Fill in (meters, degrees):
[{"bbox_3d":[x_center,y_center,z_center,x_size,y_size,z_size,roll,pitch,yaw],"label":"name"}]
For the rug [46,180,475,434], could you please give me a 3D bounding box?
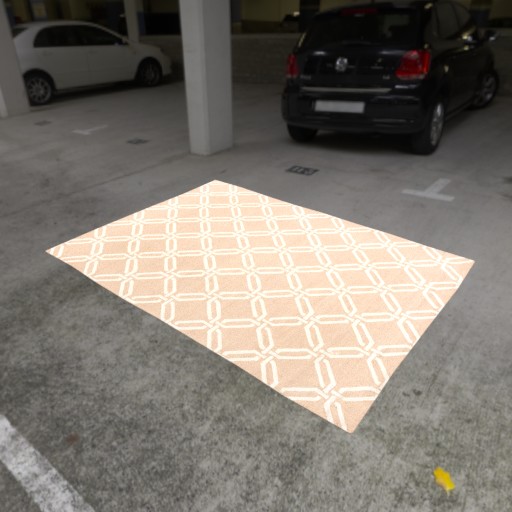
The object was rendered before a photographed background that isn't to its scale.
[{"bbox_3d":[0.000,0.000,4.244,3.365,0.020,2.452,22,37,32],"label":"rug"}]
